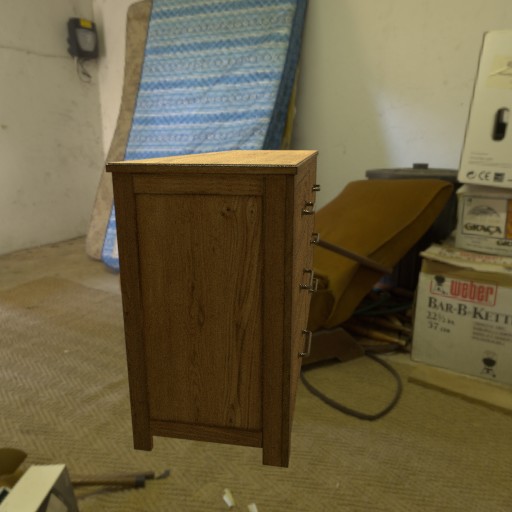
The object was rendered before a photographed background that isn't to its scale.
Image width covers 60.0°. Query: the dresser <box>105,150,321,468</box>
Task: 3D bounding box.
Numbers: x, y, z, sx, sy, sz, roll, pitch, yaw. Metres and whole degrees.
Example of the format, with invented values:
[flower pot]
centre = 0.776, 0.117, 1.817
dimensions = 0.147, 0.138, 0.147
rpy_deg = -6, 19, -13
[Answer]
[dresser]
centre = 0.000, 0.000, 2.084
dimensions = 0.563, 0.932, 1.657
rpy_deg = 2, 15, 9
